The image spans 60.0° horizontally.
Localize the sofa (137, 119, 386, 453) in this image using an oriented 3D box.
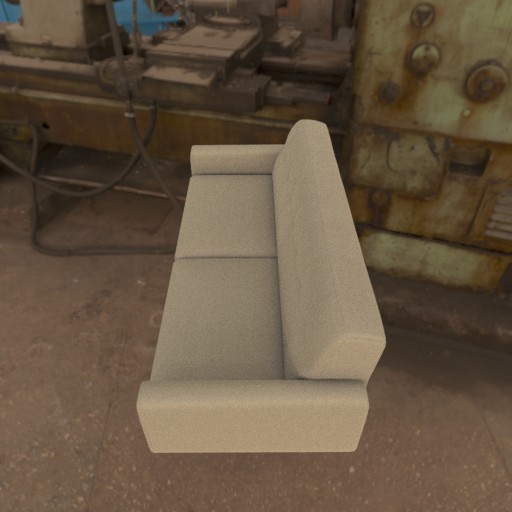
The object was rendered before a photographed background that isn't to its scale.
[{"bbox_3d":[0.000,0.000,2.625,0.980,0.892,2.137,0,41,0],"label":"sofa"}]
